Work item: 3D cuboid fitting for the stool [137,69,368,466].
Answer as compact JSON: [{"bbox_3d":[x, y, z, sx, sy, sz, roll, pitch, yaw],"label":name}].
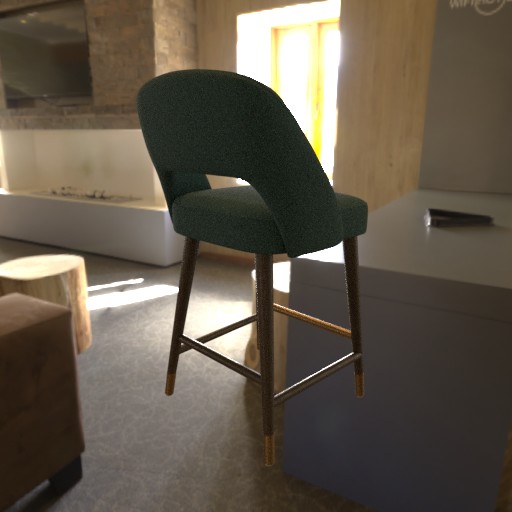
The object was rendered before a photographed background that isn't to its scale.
[{"bbox_3d":[0.000,0.000,1.260,0.536,0.939,0.522,15,22,43],"label":"stool"}]
